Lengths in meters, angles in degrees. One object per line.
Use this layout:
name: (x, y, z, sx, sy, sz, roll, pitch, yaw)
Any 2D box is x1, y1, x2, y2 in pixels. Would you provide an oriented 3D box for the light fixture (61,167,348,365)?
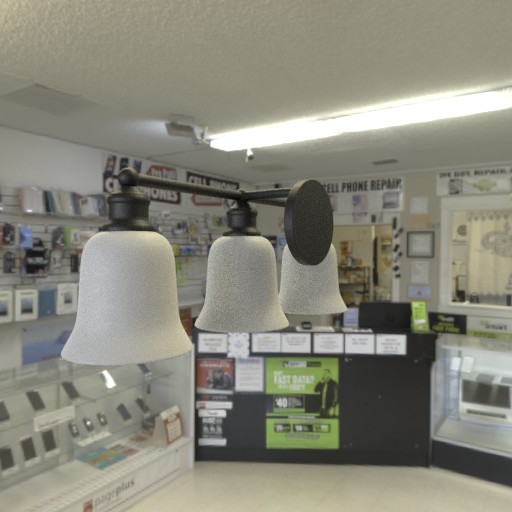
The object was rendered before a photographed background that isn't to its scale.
light fixture: (0.000, 0.000, 0.666, 0.198, 0.211, 0.570, 1, 1, 36)
